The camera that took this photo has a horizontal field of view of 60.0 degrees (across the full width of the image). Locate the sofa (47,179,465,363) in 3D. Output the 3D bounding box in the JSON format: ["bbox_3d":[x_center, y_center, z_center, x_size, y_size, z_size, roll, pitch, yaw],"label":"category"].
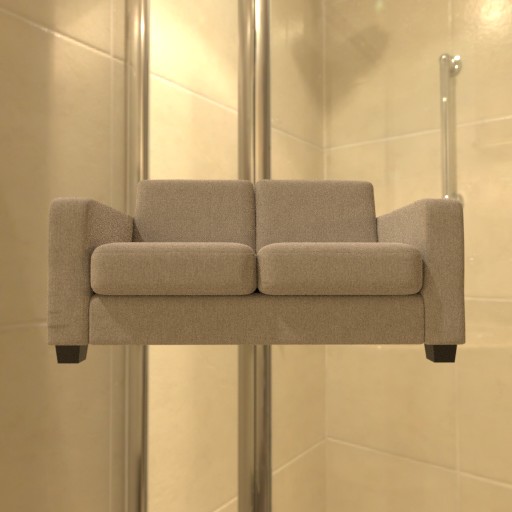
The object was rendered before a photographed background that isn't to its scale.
[{"bbox_3d":[0.000,0.000,2.004,1.540,0.800,0.900,0,-2,-1],"label":"sofa"}]
